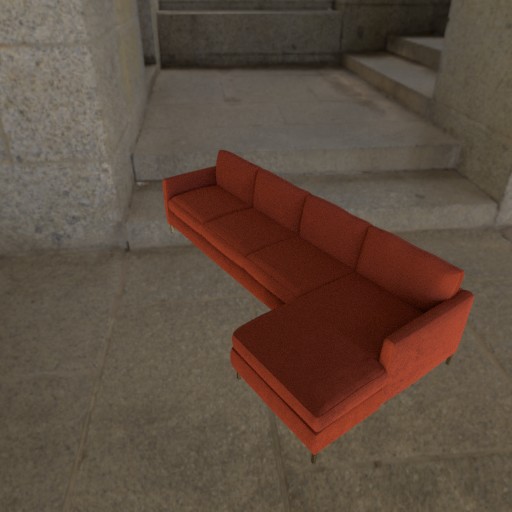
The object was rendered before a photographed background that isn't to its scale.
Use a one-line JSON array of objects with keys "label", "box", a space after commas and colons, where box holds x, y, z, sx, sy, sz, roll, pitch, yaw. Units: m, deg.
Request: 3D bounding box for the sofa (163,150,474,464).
[{"label": "sofa", "box": [0.000, 0.000, 3.538, 1.350, 0.810, 2.932, -21, 38, -29]}]
